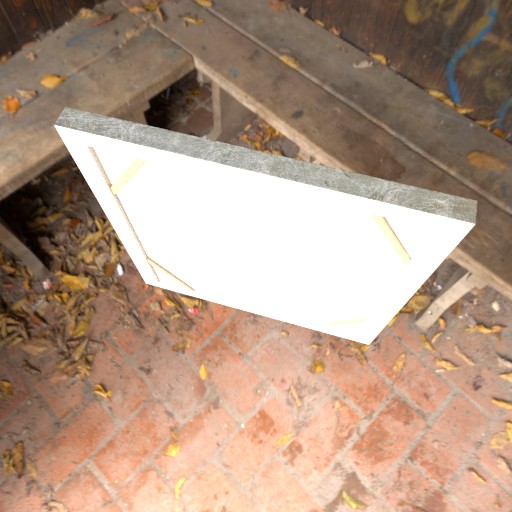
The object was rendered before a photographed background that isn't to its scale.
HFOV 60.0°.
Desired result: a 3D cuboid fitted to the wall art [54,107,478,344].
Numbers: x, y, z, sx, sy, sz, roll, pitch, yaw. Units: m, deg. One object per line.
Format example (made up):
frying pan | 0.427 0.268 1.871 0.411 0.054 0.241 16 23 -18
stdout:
wall art | 0.000 0.000 0.899 0.610 0.610 0.038 15 65 7
